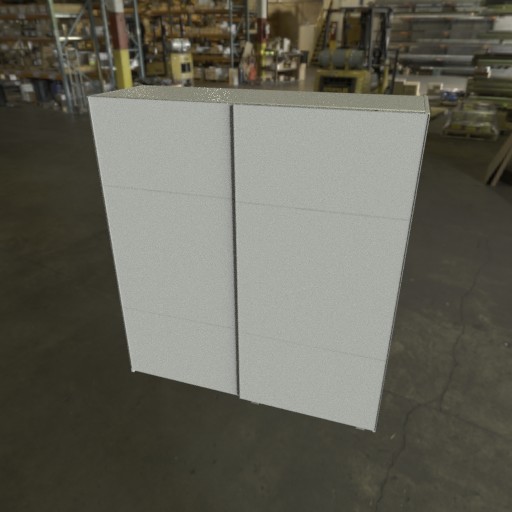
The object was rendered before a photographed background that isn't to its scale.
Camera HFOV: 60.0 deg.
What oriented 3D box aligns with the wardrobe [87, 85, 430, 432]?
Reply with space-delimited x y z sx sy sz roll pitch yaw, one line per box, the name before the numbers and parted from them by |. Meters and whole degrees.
wardrobe | 0.000 0.000 2.859 1.780 1.960 0.629 8 28 16
